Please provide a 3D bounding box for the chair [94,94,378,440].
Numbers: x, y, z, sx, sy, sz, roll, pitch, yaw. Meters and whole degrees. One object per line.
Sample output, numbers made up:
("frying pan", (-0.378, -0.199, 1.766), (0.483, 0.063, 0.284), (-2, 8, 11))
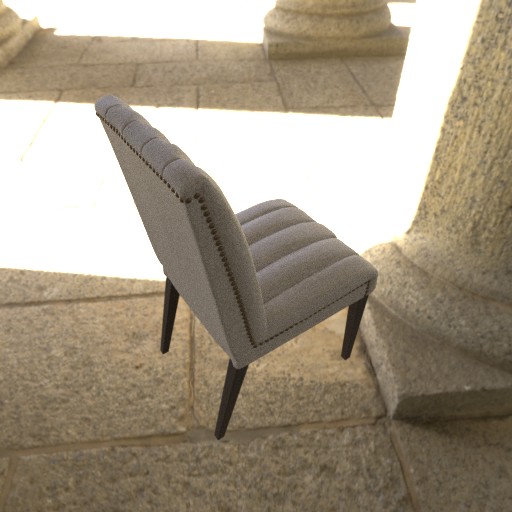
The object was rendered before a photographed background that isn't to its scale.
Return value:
("chair", (0.000, 0.000, 1.395), (0.647, 1.016, 0.511), (-25, 48, -25))
